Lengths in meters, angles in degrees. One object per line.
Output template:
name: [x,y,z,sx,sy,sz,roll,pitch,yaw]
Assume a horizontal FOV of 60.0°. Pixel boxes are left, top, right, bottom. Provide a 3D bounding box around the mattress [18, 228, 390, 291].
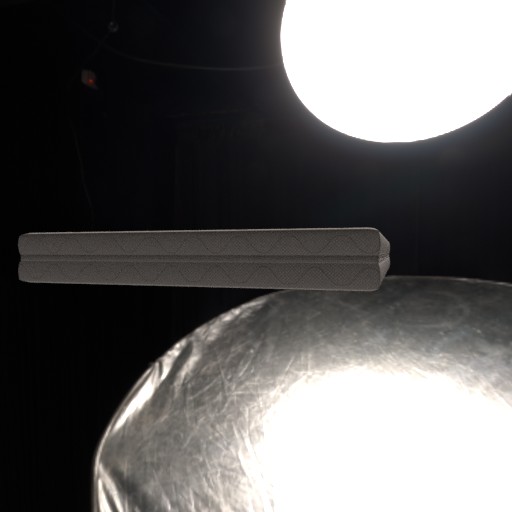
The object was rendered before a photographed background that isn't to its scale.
mattress: [0.000,0.000,2.465,1.400,0.200,1.900,0,1,18]
